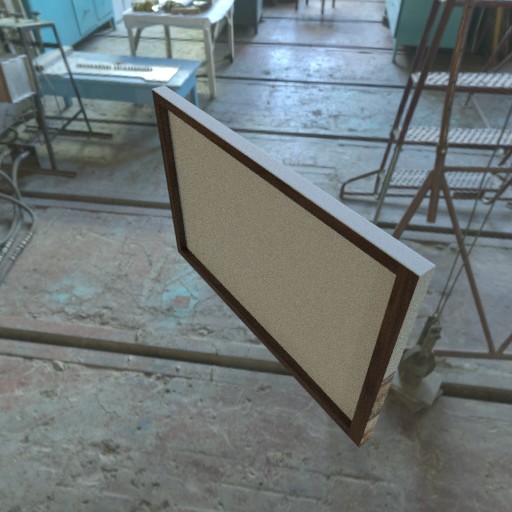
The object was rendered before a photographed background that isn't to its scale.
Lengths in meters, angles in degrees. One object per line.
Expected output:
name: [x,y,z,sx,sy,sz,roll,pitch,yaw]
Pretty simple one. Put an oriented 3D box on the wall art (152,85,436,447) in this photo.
wall art: [0.000,0.000,1.469,0.051,0.761,1.138,-27,49,-26]
